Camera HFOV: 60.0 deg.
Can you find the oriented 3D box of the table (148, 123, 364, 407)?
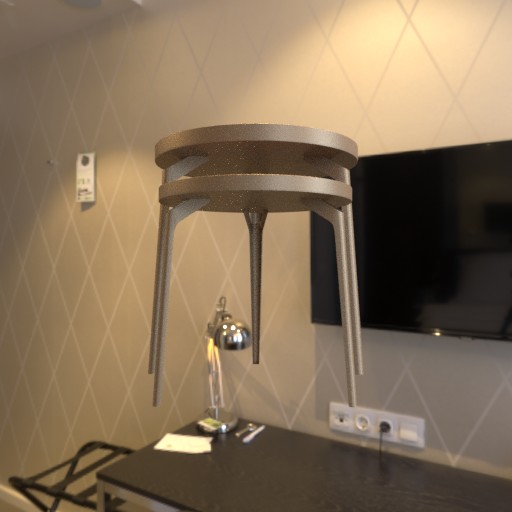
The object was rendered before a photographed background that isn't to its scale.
[{"bbox_3d":[0.000,0.000,1.108,0.532,0.555,0.751,0,0,0],"label":"table"}]
